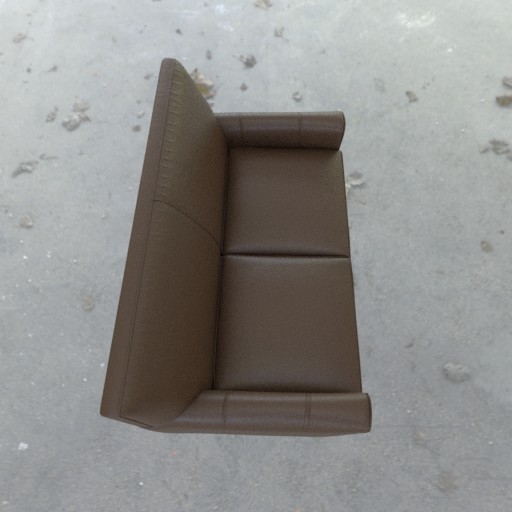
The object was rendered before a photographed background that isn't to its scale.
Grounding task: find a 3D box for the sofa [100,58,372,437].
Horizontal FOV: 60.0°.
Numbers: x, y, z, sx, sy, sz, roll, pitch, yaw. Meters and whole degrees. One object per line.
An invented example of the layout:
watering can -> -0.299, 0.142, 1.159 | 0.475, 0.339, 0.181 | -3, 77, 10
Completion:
sofa -> 0.000, 0.000, 1.947 | 0.853, 0.859, 1.468 | 1, 63, 1
